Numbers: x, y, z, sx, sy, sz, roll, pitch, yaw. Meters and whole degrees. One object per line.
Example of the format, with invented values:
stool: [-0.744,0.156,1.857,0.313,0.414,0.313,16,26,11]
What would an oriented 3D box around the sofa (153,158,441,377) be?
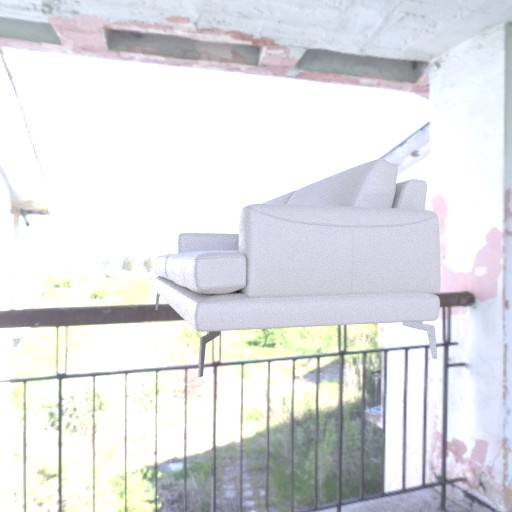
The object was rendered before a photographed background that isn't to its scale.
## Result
sofa: [0.000,0.000,2.414,0.974,0.765,1.940,0,0,-17]
